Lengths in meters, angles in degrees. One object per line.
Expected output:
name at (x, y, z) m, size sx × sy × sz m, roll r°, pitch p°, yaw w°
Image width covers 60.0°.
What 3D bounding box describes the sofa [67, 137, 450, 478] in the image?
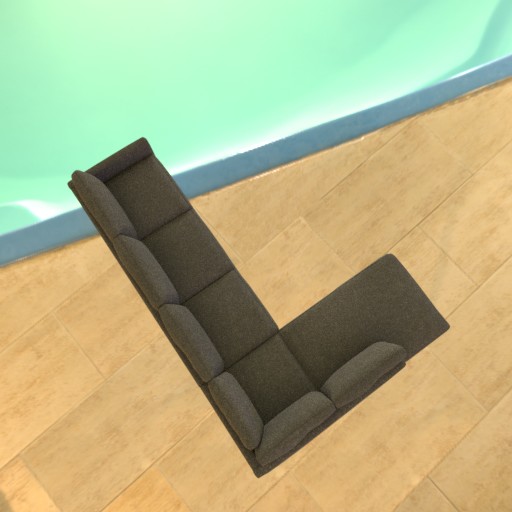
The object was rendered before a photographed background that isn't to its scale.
sofa at (0.000, 0.000, 3.892) m, size 2.007 × 0.815 × 2.949 m, roll -34°, pitch 78°, yaw -8°
